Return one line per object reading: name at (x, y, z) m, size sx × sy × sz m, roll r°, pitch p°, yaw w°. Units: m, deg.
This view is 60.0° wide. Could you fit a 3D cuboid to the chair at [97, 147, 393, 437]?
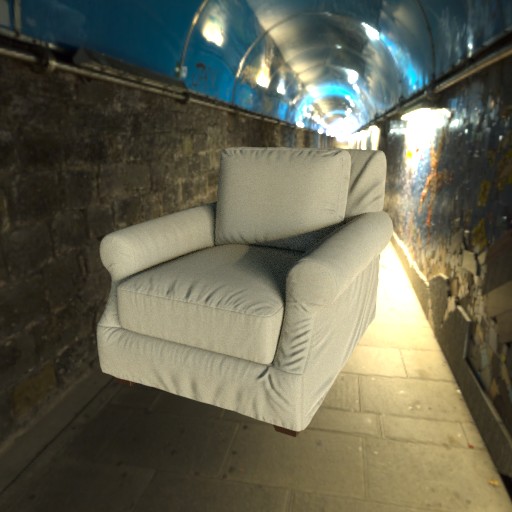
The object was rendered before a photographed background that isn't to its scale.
chair at (0.000, 0.000, 1.831) m, size 0.940 × 0.866 × 1.066 m, roll 7°, pitch 17°, yaw 25°
